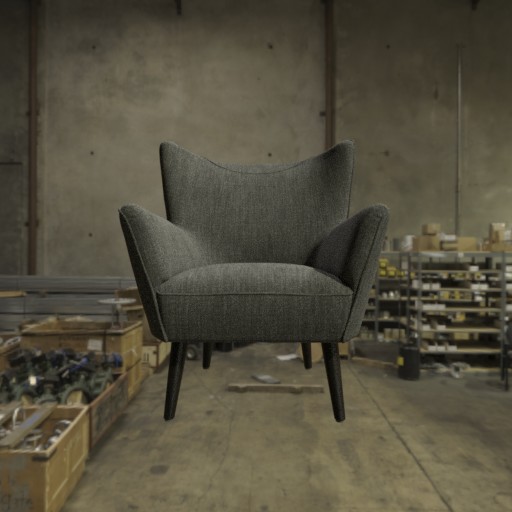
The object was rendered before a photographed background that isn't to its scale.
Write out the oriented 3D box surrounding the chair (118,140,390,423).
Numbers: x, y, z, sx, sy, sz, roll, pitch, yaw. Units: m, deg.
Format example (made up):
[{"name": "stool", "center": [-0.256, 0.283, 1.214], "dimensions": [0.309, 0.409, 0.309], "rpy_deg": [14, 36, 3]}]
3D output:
[{"name": "chair", "center": [0.000, 0.000, 1.621], "dimensions": [0.781, 0.933, 0.888], "rpy_deg": [0, 0, 1]}]
